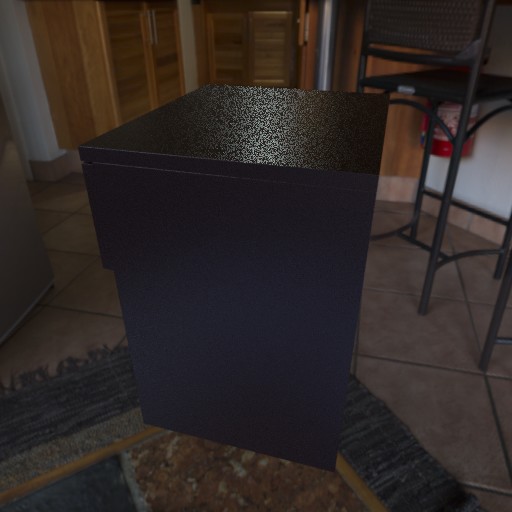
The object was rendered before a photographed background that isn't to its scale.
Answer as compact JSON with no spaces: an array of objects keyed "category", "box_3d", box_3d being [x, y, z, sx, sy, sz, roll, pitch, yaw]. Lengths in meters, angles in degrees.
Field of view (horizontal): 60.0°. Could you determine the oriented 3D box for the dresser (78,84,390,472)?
[{"category":"dresser","box_3d":[0.000,0.000,0.751,0.360,0.470,0.400,8,32,14]}]
